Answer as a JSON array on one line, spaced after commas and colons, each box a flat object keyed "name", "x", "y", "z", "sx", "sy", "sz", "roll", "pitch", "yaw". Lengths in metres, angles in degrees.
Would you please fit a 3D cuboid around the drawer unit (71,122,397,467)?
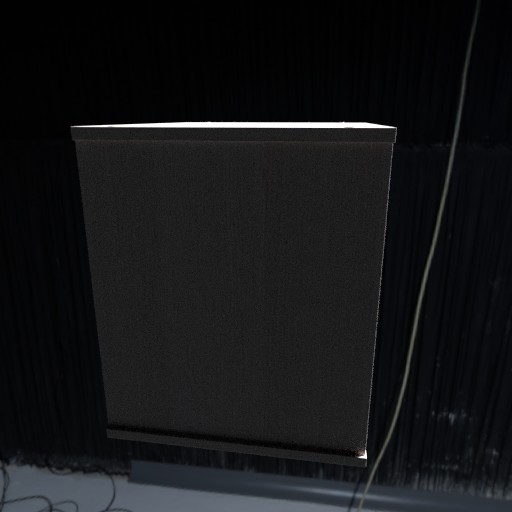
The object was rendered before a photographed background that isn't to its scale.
[{"name": "drawer unit", "x": 0.000, "y": 0.000, "z": 0.601, "sx": 0.290, "sy": 0.344, "sz": 0.349, "roll": 3, "pitch": 18, "yaw": 9}]
